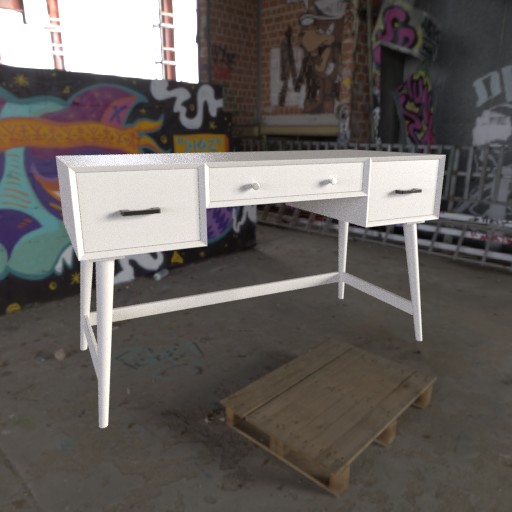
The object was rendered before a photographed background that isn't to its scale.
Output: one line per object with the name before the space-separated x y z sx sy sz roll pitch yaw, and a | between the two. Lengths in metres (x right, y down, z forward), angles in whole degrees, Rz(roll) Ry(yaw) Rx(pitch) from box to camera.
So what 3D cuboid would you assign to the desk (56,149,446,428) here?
desk | 0.000 0.000 1.721 1.313 0.762 0.589 -8 17 -25
